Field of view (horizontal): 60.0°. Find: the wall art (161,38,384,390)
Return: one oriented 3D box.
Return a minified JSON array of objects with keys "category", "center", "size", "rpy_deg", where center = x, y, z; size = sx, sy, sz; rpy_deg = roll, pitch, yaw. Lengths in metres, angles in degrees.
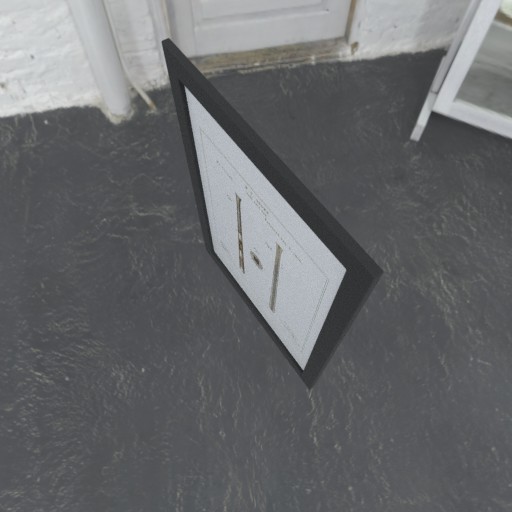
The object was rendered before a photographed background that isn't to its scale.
[{"category":"wall art","center":[0.000,0.000,0.690],"size":[0.012,0.529,0.374],"rpy_deg":[-32,67,-15]}]
